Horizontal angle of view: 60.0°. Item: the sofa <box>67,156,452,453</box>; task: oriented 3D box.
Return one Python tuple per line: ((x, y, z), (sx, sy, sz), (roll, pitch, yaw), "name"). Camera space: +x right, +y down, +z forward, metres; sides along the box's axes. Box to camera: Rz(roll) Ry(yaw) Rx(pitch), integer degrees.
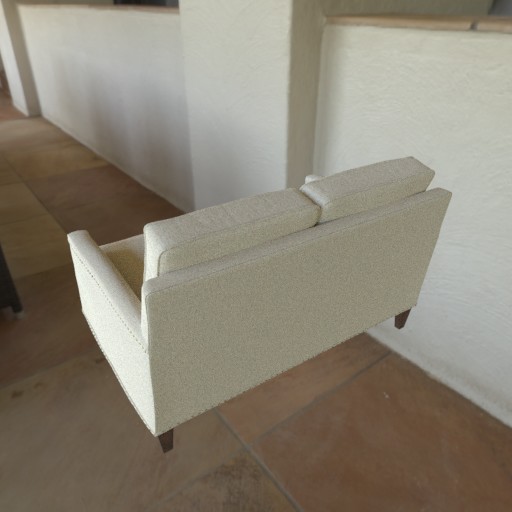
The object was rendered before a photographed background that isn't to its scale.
((0.000, 0.000, 2.249), (1.597, 1.003, 1.084), (-18, 35, -29), "sofa")
